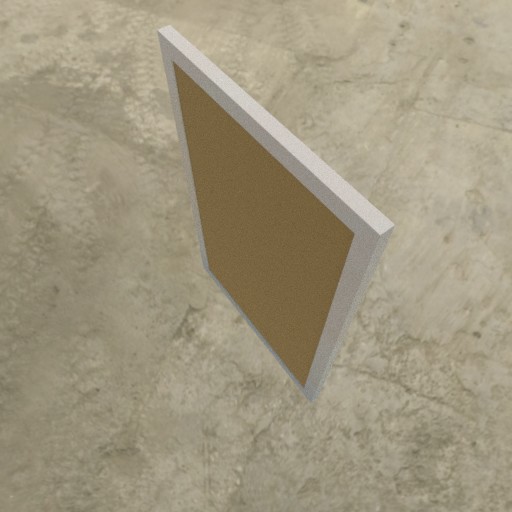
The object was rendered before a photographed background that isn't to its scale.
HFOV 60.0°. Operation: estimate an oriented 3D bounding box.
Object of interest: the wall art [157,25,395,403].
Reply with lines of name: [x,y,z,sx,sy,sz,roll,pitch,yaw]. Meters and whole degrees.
wall art: [0.000,0.000,1.412,0.038,1.143,0.764,-32,63,-19]
